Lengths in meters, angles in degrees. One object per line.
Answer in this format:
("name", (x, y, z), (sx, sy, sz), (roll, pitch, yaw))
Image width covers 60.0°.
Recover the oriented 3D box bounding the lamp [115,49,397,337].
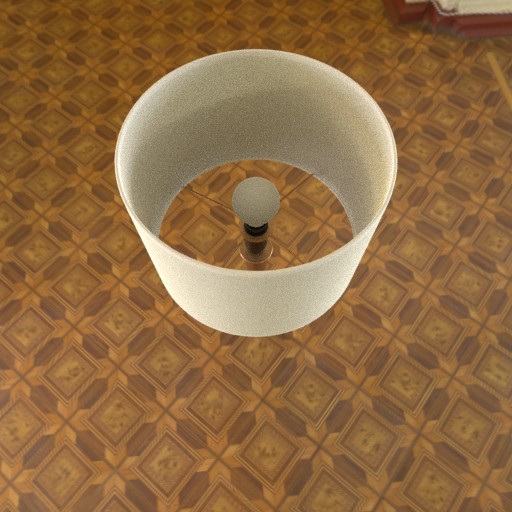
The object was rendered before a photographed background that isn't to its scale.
("lamp", (0.000, 0.000, 0.638), (0.268, 0.479, 0.268), (35, 69, 16))
